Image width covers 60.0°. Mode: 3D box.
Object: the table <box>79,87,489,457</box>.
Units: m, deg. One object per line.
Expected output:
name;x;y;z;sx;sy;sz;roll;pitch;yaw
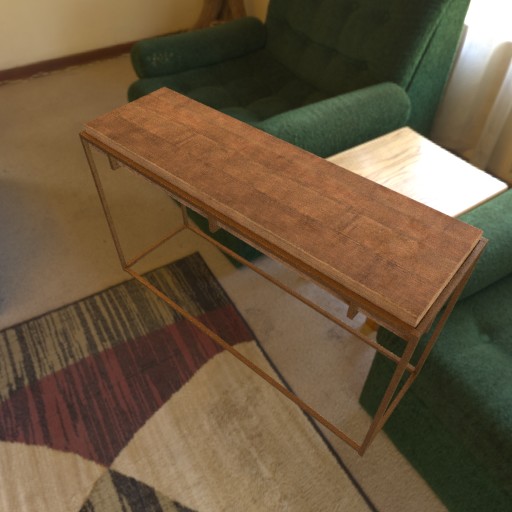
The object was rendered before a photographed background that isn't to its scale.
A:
table;0.000;0.000;1.751;1.400;0.820;0.440;32;54;27
